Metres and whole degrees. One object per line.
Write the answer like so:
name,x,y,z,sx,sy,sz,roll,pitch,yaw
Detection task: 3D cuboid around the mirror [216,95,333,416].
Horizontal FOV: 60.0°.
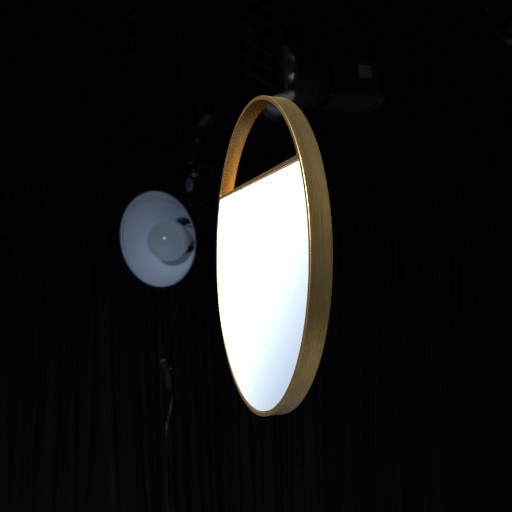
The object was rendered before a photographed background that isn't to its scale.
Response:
mirror,0.000,0.000,0.830,0.032,0.565,0.565,0,1,-17
